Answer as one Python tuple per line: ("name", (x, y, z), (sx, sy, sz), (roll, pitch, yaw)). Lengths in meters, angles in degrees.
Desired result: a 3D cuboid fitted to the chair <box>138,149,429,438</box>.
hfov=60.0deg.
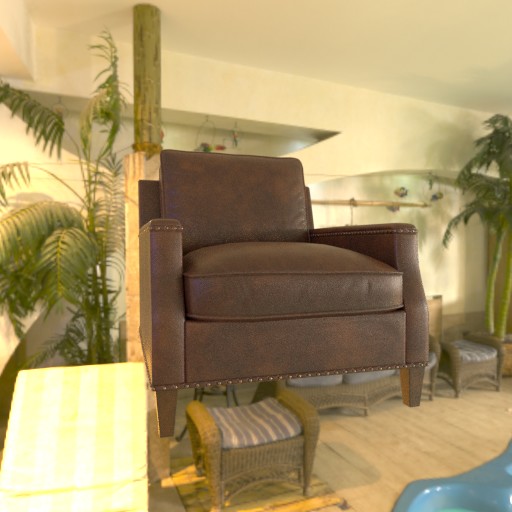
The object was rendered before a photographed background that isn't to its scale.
("chair", (0.000, 0.000, 1.703), (0.853, 0.929, 1.014), (0, 1, -17))
